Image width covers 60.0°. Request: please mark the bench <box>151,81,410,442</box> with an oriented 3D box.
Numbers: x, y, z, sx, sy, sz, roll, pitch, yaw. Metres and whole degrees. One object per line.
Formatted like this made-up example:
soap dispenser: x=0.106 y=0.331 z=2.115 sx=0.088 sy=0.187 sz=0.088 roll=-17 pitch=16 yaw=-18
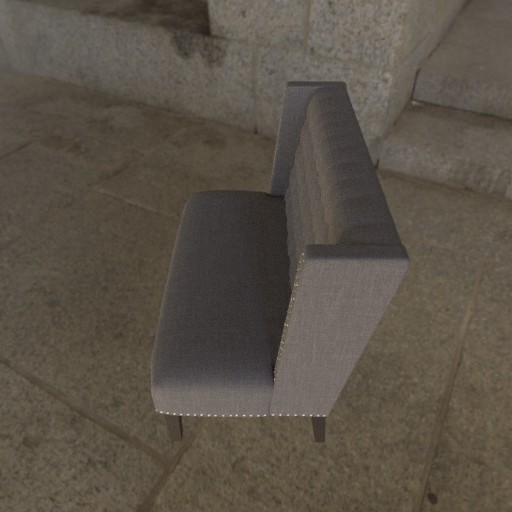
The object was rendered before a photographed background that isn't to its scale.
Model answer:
bench: x=0.000 y=0.000 z=2.028 sx=0.842 sy=1.121 sz=1.276 roll=0 pitch=42 yaw=0
